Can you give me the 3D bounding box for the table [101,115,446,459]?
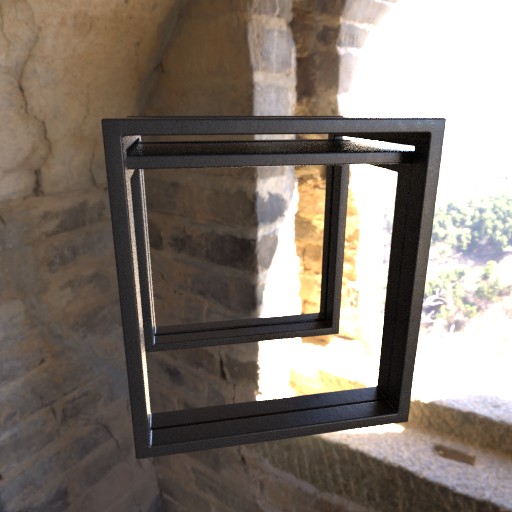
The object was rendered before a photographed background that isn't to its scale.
[{"bbox_3d":[0.000,0.000,0.916,0.500,0.550,0.449,-3,18,-11],"label":"table"}]
